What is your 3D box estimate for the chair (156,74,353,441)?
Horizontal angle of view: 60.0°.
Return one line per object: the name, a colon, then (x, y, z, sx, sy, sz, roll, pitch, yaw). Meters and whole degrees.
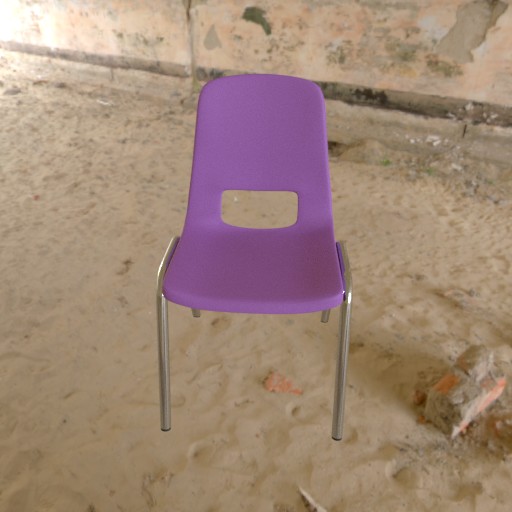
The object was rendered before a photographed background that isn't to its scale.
chair: (0.000, 0.000, 0.701, 0.291, 0.493, 0.301, 2, 32, 3)
